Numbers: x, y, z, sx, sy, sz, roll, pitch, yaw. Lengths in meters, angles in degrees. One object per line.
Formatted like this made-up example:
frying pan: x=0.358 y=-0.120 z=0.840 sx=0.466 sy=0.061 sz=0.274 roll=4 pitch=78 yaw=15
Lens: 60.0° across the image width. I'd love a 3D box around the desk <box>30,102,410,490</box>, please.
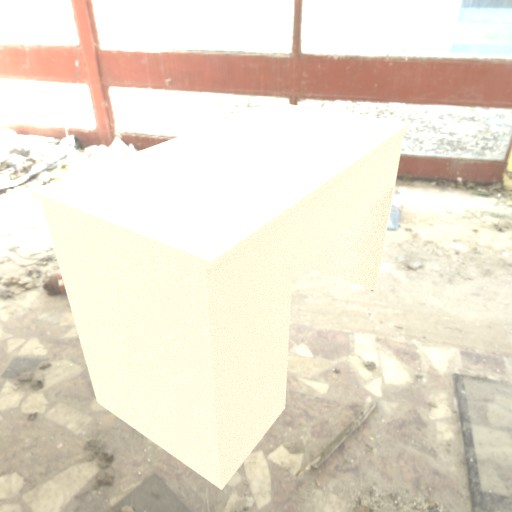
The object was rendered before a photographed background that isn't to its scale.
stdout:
desk: x=0.000 y=0.000 z=1.504 sx=0.560 sy=0.735 sz=1.097 roll=20 pitch=37 yaw=29
